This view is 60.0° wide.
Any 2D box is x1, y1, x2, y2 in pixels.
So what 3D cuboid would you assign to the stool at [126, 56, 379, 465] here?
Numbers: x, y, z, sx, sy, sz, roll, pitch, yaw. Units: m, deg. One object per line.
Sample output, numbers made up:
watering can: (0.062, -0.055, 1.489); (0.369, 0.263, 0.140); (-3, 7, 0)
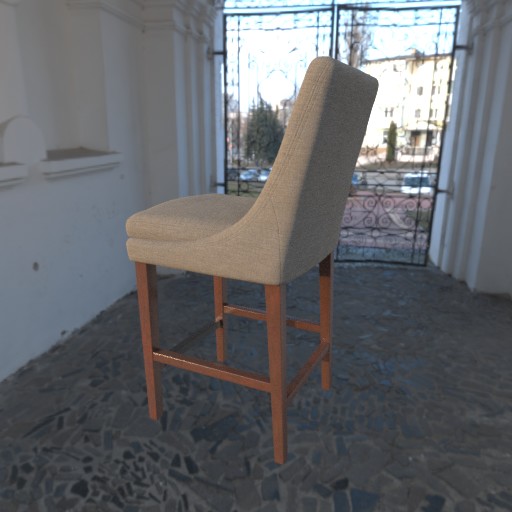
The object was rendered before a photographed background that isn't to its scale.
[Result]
stool: (0.000, 0.000, 1.277); (0.577, 0.981, 0.470); (8, 18, 26)
